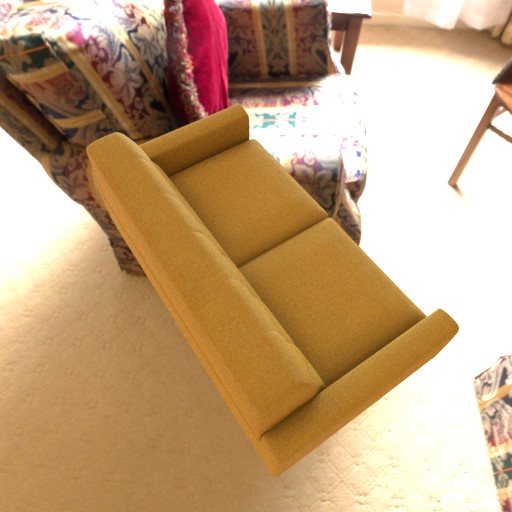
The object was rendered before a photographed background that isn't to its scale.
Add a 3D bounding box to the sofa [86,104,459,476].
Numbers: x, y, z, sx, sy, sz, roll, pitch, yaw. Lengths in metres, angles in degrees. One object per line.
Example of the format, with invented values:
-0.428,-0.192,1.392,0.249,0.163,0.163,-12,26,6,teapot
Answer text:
0.000,0.000,2.098,0.909,0.841,1.631,-30,62,-18,sofa
